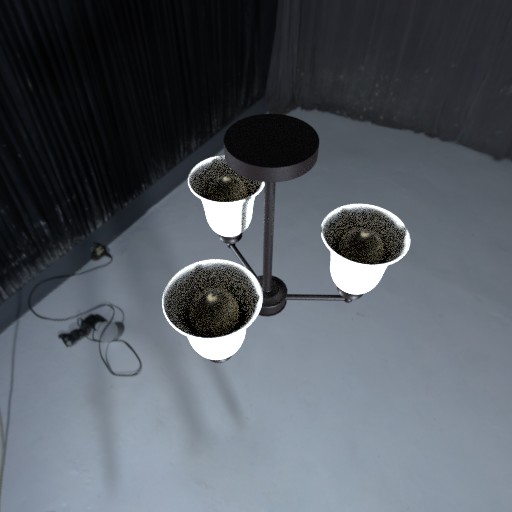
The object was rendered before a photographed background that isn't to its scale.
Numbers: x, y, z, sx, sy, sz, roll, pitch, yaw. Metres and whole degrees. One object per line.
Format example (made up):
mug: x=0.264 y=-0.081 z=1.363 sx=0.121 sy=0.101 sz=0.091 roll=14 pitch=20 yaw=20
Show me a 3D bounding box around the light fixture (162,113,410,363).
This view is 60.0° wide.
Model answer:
light fixture: x=0.000 y=0.000 z=0.673 sx=0.388 sy=0.370 sz=0.354 roll=25 pitch=52 yaw=21
